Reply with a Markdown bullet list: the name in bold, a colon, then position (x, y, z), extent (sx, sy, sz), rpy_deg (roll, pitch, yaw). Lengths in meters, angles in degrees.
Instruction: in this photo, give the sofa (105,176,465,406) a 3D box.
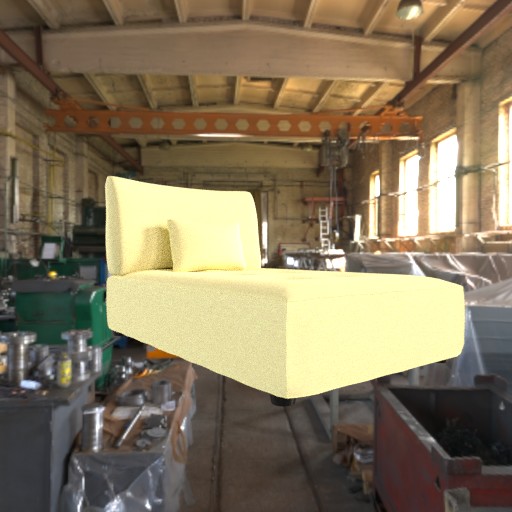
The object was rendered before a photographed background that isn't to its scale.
- **sofa**: position (0.000, 0.000, 2.009), extent (0.930, 0.820, 1.450), rpy_deg (0, 1, -37)
